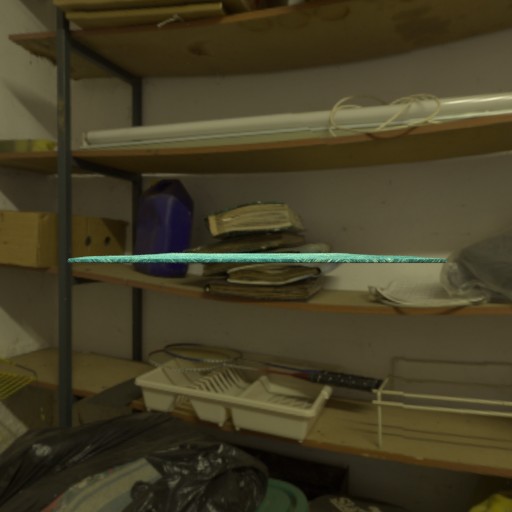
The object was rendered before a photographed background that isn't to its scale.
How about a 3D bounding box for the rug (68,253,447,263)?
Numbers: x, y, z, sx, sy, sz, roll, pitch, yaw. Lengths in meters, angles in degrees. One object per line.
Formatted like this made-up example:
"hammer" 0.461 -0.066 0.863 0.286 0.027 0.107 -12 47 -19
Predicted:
"rug" 0.000 0.000 2.162 1.136 0.017 1.728 0 1 0
